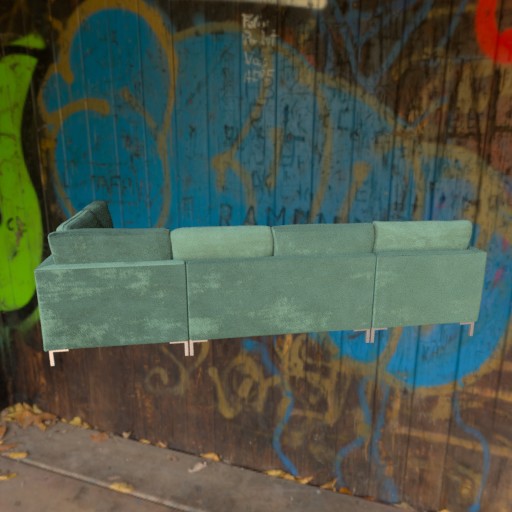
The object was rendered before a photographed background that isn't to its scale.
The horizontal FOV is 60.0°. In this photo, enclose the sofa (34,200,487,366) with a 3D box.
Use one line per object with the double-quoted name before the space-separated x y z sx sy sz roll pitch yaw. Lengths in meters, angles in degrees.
"sofa" 0.000 0.000 4.294 3.434 0.992 2.055 -2 15 -9
